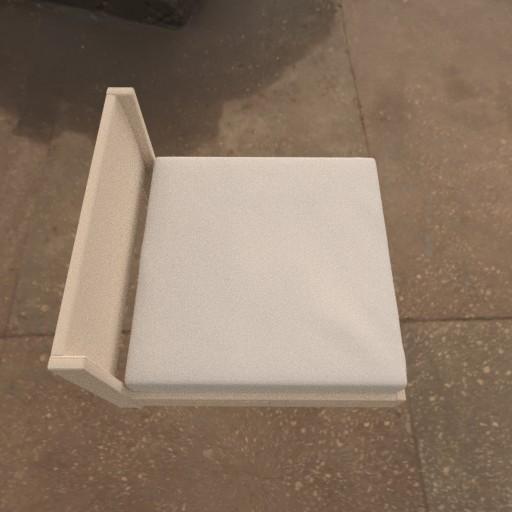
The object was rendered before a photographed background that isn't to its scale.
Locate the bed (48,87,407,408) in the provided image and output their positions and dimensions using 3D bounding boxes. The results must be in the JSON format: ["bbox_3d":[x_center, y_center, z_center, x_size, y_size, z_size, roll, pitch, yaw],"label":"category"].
[{"bbox_3d":[0.000,0.000,3.549,2.293,1.471,2.145,0,63,0],"label":"bed"}]
